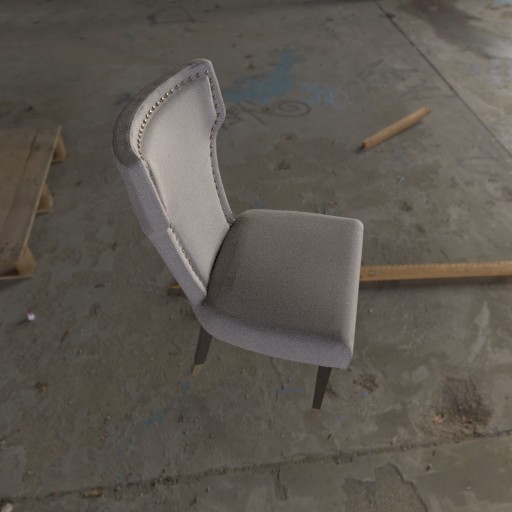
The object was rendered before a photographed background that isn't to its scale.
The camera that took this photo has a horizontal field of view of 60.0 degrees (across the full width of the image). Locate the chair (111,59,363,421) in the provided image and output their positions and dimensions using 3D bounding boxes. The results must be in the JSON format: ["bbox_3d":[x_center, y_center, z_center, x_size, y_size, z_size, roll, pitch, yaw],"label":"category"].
[{"bbox_3d":[0.000,0.000,1.329,0.630,0.950,0.526,9,48,8],"label":"chair"}]
